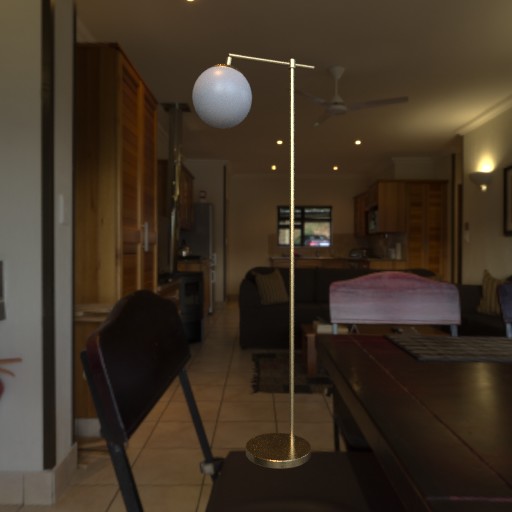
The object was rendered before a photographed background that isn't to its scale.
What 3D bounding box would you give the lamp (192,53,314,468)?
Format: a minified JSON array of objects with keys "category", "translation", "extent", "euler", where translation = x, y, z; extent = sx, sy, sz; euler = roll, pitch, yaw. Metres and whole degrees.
[{"category":"lamp","translation":[0.000,0.000,1.662],"extent":[0.476,1.505,0.249],"euler":[0,0,-19]}]
